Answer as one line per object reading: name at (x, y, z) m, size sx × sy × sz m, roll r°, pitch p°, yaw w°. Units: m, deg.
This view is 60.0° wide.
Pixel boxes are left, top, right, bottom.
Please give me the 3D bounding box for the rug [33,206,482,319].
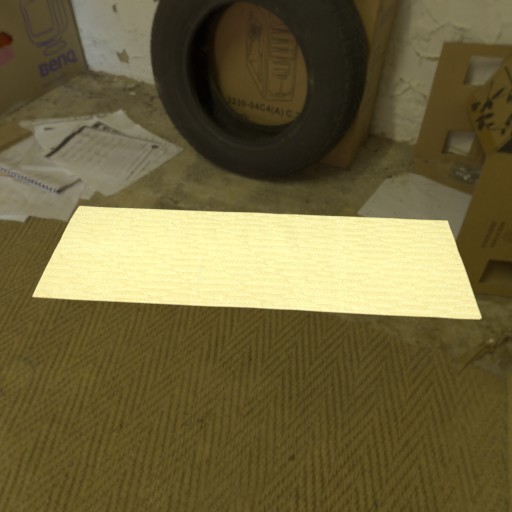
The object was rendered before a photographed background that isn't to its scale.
rug at (0.000, 0.000, 2.661) m, size 2.450 × 0.014 × 0.793 m, roll 3°, pitch 46°, yaw 2°
